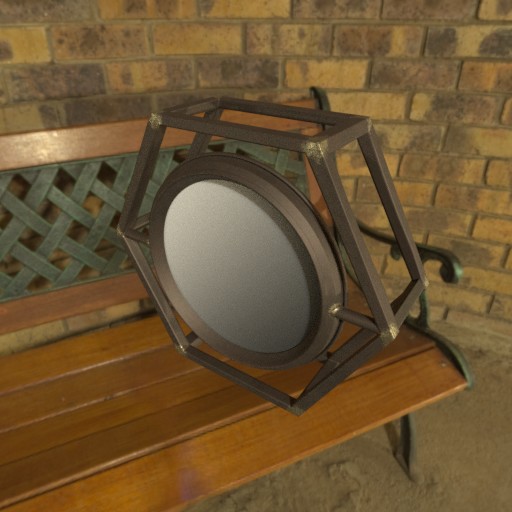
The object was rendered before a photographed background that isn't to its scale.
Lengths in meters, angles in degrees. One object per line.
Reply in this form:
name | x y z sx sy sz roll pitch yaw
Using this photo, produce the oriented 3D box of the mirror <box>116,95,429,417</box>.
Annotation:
mirror | 0.000 0.000 0.537 0.380 0.334 0.119 19 35 29
